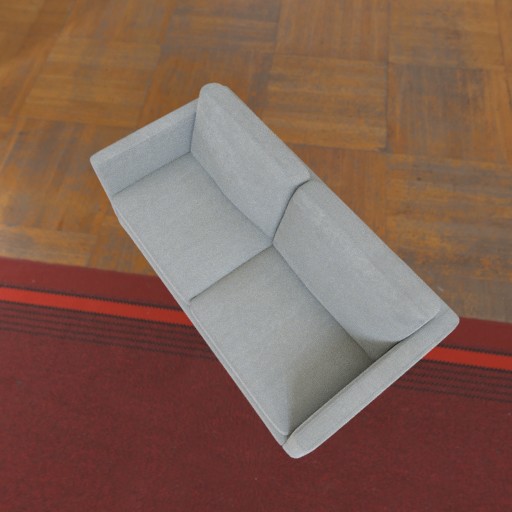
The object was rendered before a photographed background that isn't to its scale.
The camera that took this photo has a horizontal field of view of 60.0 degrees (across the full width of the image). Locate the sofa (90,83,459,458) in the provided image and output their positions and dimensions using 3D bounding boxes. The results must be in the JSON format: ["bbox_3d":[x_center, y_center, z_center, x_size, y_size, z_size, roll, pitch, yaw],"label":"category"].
[{"bbox_3d":[0.000,0.000,2.449,0.950,0.963,1.884,-34,68,-16],"label":"sofa"}]
